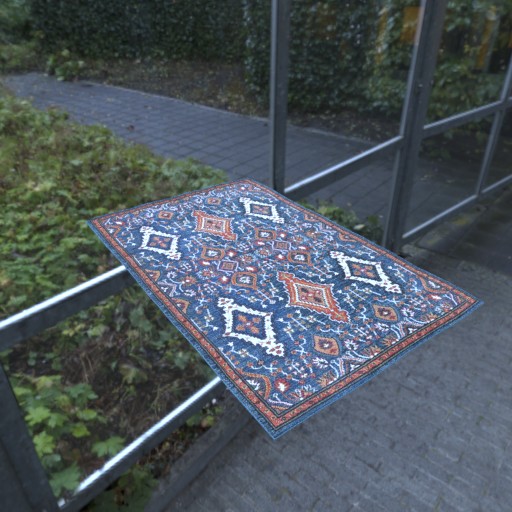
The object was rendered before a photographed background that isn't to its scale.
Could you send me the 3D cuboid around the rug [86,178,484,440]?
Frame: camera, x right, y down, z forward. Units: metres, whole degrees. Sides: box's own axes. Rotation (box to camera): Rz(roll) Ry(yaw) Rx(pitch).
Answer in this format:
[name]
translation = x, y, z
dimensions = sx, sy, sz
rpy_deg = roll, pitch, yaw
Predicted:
[rug]
translation = 0.000, 0.000, 2.308
dimensions = 1.195, 0.014, 1.847
rpy_deg = -21, 37, -30
